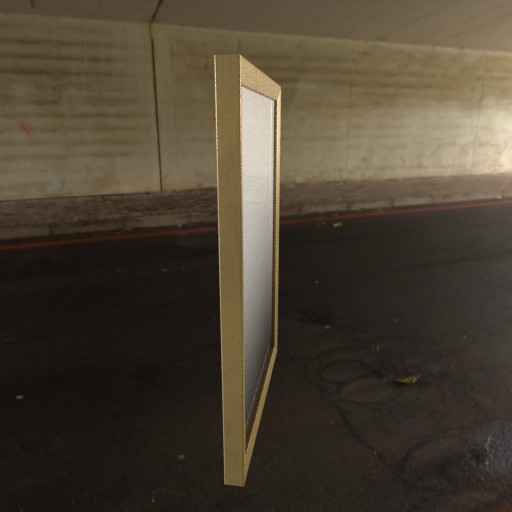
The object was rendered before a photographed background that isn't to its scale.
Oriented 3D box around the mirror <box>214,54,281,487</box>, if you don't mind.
[{"bbox_3d":[0.000,0.000,0.934,0.040,0.710,0.507,3,16,9],"label":"mirror"}]
